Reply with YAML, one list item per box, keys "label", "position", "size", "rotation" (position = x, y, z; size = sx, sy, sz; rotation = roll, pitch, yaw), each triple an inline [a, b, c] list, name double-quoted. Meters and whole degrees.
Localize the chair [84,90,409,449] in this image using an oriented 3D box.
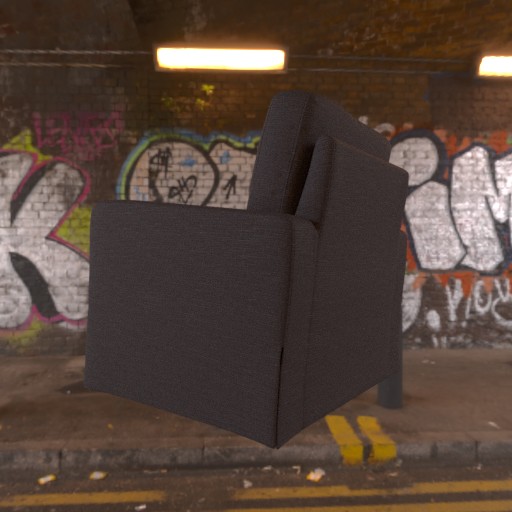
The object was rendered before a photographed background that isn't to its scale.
- label: "chair"
  position: [0.000, 0.000, 1.501]
  size: [0.863, 0.855, 0.798]
  rotation: [0, 0, 37]
